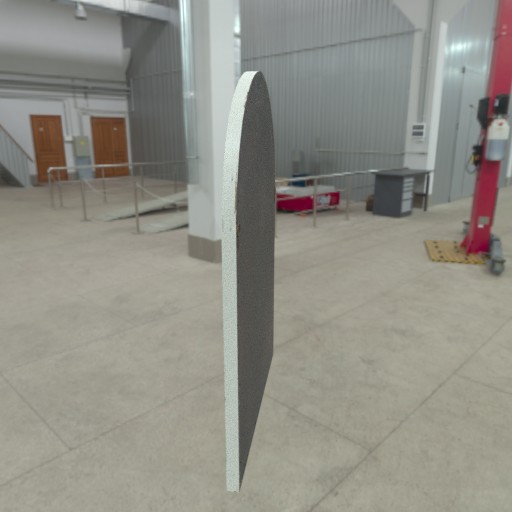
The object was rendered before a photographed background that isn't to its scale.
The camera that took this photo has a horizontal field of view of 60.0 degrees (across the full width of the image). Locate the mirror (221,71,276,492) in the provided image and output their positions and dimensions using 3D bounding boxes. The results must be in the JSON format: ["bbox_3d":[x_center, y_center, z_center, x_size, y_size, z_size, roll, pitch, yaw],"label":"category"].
[{"bbox_3d":[0.000,0.000,1.190,0.032,0.920,0.660,2,15,8],"label":"mirror"}]
